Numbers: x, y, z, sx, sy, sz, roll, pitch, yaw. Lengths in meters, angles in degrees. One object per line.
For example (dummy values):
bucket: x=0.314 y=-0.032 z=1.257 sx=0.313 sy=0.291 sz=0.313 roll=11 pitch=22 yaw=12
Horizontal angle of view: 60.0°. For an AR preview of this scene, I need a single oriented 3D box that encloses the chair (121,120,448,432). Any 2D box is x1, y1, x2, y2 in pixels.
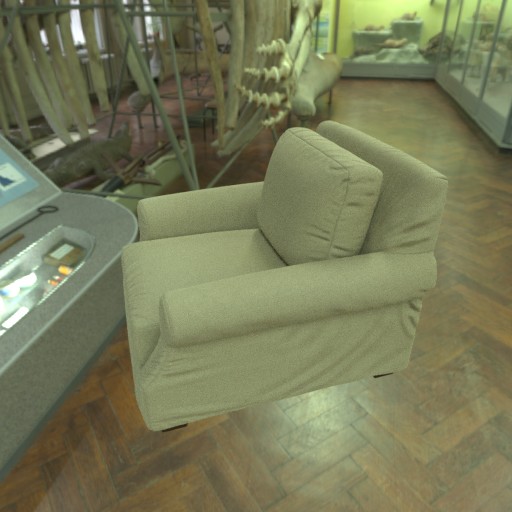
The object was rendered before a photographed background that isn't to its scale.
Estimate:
chair: x=0.000 y=0.000 z=1.769 sx=1.066 sy=0.866 sz=0.940 roll=-9 pitch=31 yaw=-15
